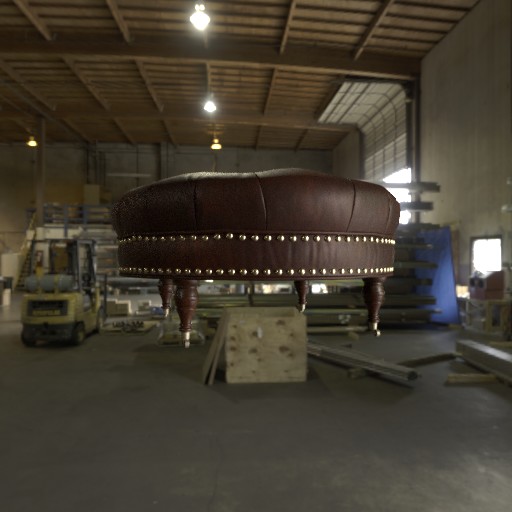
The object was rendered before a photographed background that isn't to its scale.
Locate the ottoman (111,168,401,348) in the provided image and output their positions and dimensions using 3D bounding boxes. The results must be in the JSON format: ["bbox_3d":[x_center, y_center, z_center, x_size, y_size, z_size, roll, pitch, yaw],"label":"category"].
[{"bbox_3d":[0.000,0.000,1.432,0.901,0.455,0.901,0,0,0],"label":"ottoman"}]
